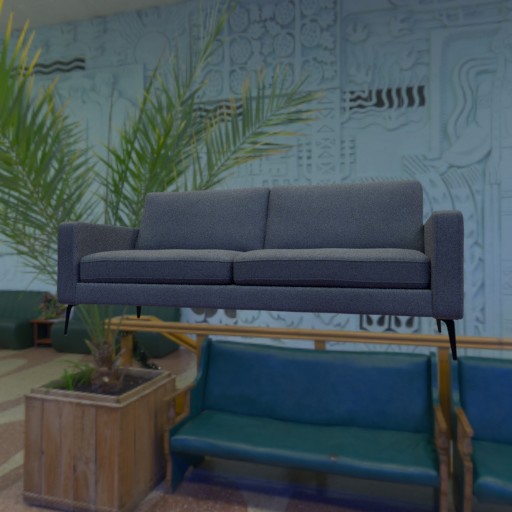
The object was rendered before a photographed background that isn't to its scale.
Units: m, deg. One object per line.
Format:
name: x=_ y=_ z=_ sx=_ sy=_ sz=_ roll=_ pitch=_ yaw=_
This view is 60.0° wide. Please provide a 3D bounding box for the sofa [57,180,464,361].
sofa: x=0.000 y=0.000 z=2.352 sx=1.925 sy=0.828 sz=0.774 roll=0 pitch=0 yaw=18
